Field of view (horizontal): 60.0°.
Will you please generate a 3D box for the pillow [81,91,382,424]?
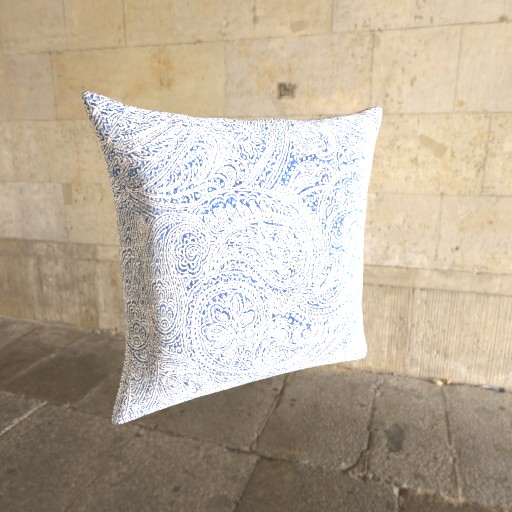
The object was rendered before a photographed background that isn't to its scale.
[{"bbox_3d":[0.000,0.000,0.767,0.523,0.510,0.166,-7,15,-25],"label":"pillow"}]
